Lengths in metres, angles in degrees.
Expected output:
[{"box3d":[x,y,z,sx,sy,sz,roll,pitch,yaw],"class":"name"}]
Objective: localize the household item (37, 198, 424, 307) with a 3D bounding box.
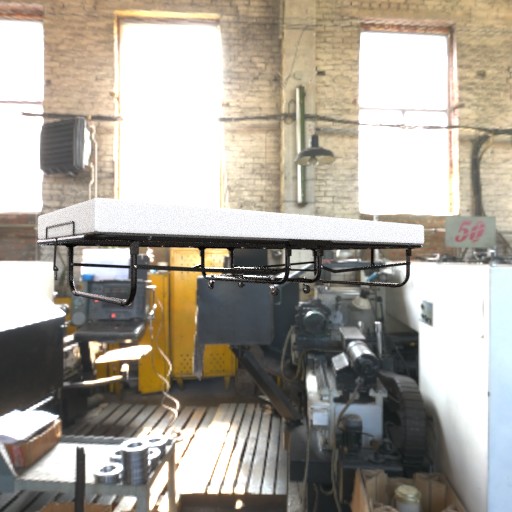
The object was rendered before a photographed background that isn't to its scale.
[{"box3d":[0.000,0.000,2.228,1.905,0.356,0.787,0,0,-38],"class":"household item"}]
